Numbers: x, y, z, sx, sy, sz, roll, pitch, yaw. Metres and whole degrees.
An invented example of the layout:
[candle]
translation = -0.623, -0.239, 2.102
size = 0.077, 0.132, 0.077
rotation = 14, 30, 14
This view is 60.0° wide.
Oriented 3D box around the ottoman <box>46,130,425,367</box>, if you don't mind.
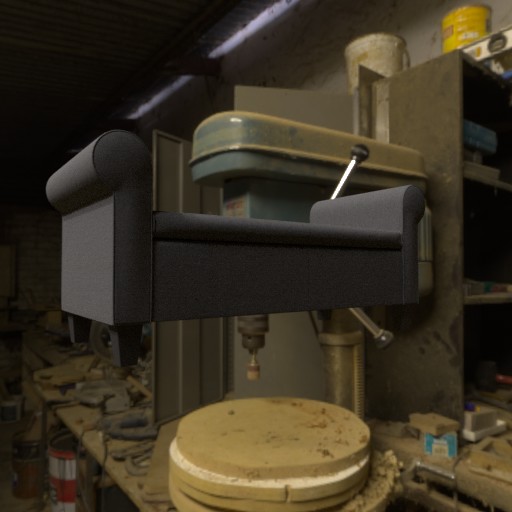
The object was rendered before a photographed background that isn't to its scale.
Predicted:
[ottoman]
translation = 0.000, 0.000, 1.540
size = 1.256, 0.547, 0.521
rotation = 1, -2, -36
